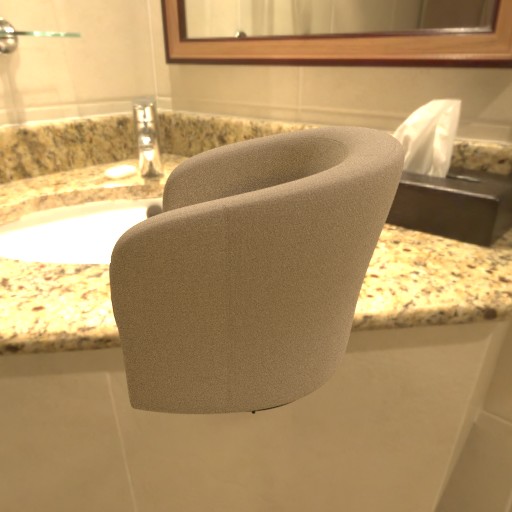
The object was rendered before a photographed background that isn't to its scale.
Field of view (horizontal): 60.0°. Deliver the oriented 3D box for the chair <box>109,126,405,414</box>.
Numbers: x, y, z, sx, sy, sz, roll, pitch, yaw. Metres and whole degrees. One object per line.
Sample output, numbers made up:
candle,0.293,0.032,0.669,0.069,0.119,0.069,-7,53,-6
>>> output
chair,0.000,0.000,1.431,0.815,0.771,0.791,1,25,1
